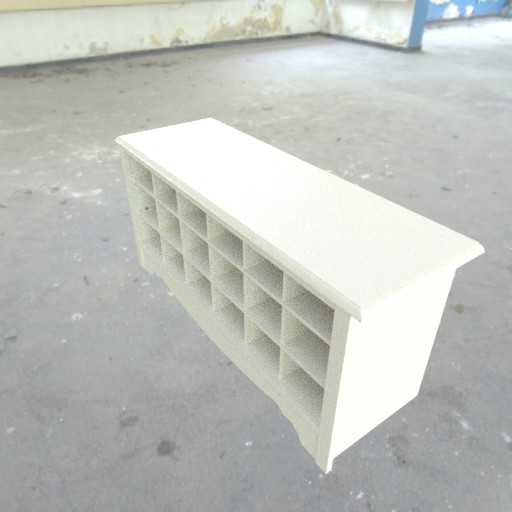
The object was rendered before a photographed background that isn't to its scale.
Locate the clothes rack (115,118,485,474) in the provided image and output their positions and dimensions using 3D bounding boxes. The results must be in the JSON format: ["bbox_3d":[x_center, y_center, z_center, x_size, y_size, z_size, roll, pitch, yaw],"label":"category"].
[{"bbox_3d":[0.000,0.000,1.467,0.405,0.558,1.218,-22,39,-29],"label":"clothes rack"}]
